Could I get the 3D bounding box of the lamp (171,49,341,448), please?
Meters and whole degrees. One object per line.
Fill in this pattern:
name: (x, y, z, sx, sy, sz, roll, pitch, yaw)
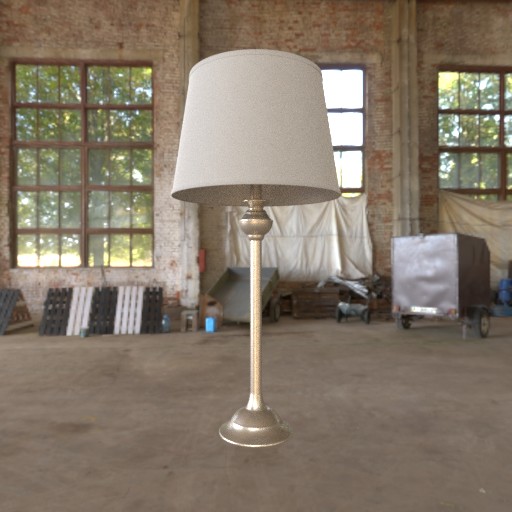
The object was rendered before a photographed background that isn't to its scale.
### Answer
lamp: (0.000, 0.000, 0.878, 0.331, 0.698, 0.331, 0, 0, 0)
